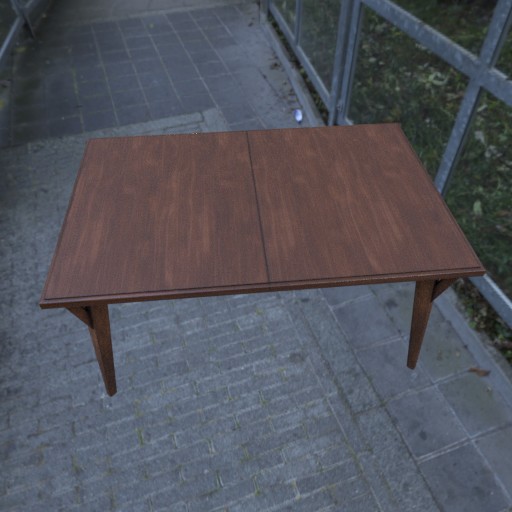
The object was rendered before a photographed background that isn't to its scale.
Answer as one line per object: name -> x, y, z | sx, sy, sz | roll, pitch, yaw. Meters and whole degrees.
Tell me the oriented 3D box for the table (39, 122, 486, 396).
table -> 0.000, 0.000, 2.110 | 1.524, 0.761, 0.990 | -4, 47, -4
